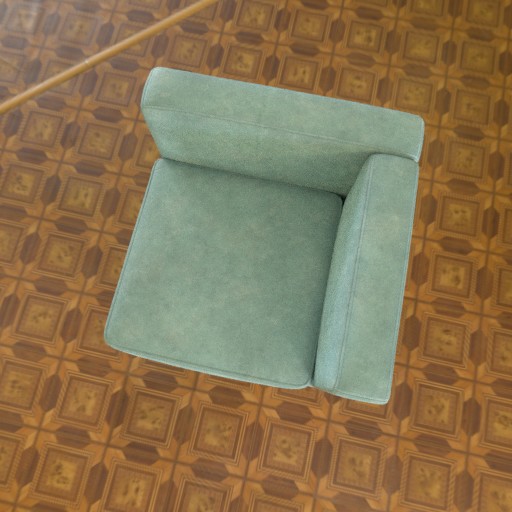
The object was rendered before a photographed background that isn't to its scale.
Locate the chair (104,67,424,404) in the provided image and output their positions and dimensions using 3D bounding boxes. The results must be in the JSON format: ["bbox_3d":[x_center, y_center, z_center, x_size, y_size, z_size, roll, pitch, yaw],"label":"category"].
[{"bbox_3d":[0.000,0.000,1.262,0.691,0.660,0.684,12,76,3],"label":"chair"}]
